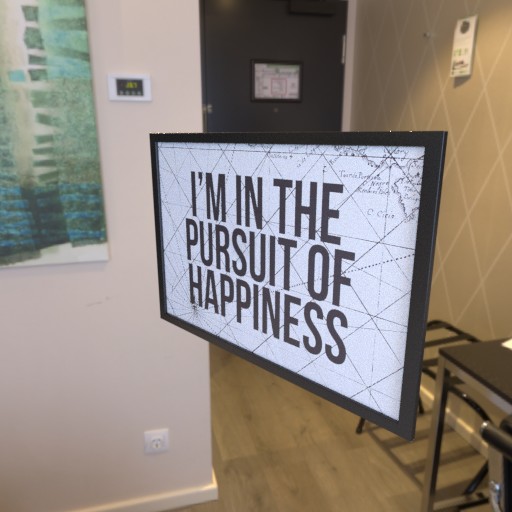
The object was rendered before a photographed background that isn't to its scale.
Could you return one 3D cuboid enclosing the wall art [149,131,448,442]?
[{"bbox_3d":[0.000,0.000,1.027,0.819,0.552,0.015,15,21,43],"label":"wall art"}]
